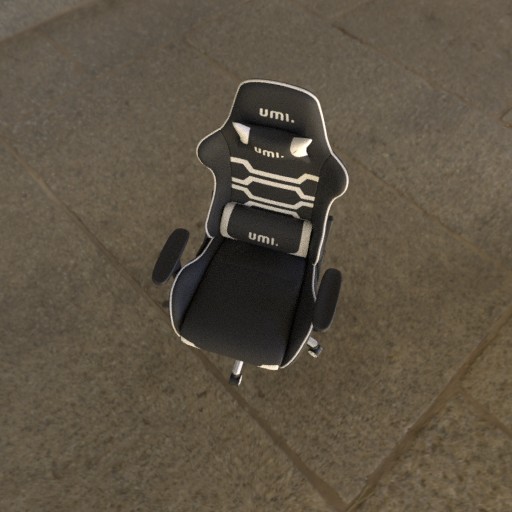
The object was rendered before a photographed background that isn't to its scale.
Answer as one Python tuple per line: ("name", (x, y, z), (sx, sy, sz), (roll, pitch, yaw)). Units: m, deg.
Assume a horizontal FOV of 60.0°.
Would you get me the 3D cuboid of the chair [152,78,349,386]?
("chair", (0.000, 0.000, 1.667), (0.700, 1.240, 0.700), (15, 61, 9))
